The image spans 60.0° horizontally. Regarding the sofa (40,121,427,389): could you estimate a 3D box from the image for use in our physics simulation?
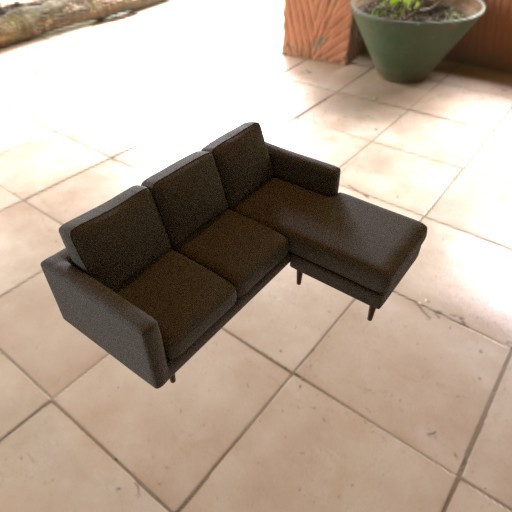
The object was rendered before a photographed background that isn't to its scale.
[{"bbox_3d":[0.000,0.000,3.003,1.667,0.957,2.055,26,48,27],"label":"sofa"}]
